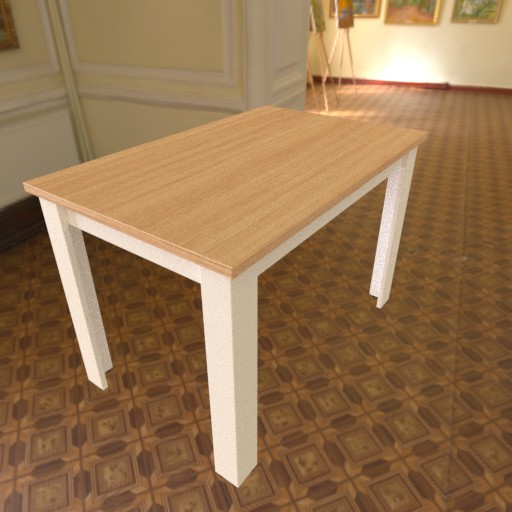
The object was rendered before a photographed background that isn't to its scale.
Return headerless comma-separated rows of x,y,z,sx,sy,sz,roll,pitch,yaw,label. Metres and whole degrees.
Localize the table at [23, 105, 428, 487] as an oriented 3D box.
0.000,0.000,1.545,0.700,0.734,1.100,21,37,30,table
